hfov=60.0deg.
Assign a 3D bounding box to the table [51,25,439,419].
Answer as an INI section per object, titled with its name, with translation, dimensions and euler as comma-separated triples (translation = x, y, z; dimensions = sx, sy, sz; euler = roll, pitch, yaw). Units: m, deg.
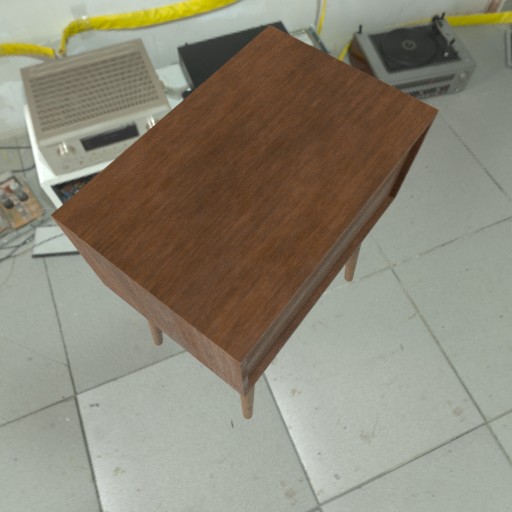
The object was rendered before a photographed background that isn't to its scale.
[table]
translation = 0.000, 0.000, 0.850
dimensions = 0.307, 0.580, 0.454
euler = 35, 68, 16
